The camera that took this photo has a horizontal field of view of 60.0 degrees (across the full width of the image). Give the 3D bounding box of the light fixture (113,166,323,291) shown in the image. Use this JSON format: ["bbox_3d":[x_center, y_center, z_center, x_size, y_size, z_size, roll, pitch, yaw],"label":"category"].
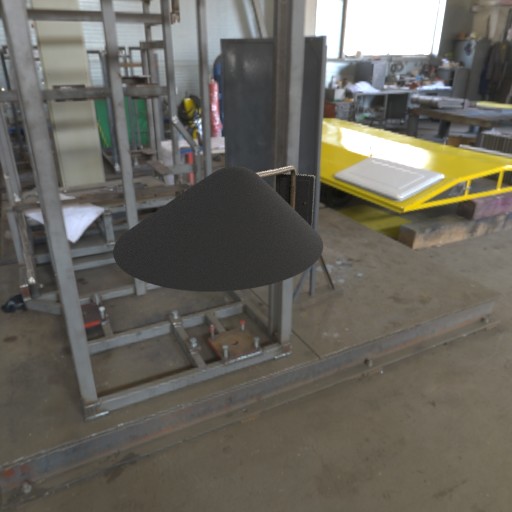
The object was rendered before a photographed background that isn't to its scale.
[{"bbox_3d":[0.000,0.000,0.672,0.240,0.312,0.516,8,26,16],"label":"light fixture"}]
